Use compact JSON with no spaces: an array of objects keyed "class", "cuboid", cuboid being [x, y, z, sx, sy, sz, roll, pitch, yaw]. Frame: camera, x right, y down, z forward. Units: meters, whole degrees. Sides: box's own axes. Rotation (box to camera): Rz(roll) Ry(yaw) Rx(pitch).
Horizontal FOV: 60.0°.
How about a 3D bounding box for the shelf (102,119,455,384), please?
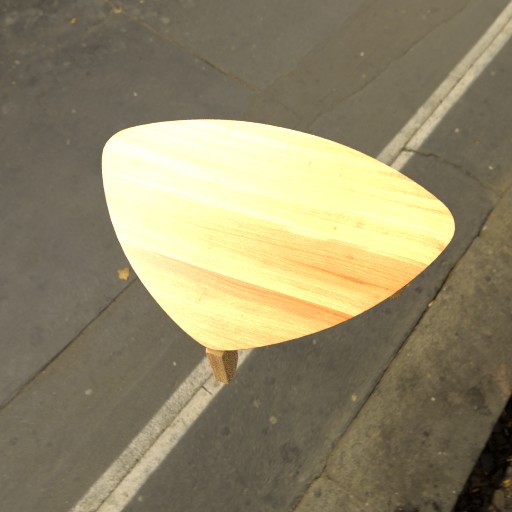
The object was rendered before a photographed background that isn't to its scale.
[{"class":"shelf","cuboid":[0.000,0.000,1.636,1.240,0.439,0.863,15,63,8]}]
